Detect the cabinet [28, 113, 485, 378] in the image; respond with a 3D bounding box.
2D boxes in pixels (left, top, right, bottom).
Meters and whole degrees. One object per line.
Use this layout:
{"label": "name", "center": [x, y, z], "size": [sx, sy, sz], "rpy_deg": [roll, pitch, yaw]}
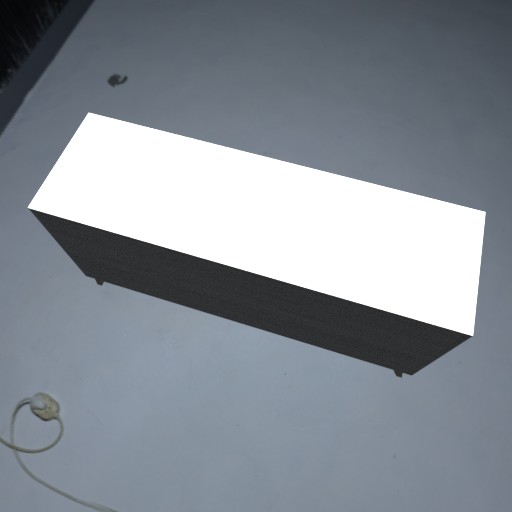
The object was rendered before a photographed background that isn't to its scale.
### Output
{"label": "cabinet", "center": [0.000, 0.000, 2.018], "size": [1.649, 0.780, 0.500], "rpy_deg": [16, 65, 8]}
